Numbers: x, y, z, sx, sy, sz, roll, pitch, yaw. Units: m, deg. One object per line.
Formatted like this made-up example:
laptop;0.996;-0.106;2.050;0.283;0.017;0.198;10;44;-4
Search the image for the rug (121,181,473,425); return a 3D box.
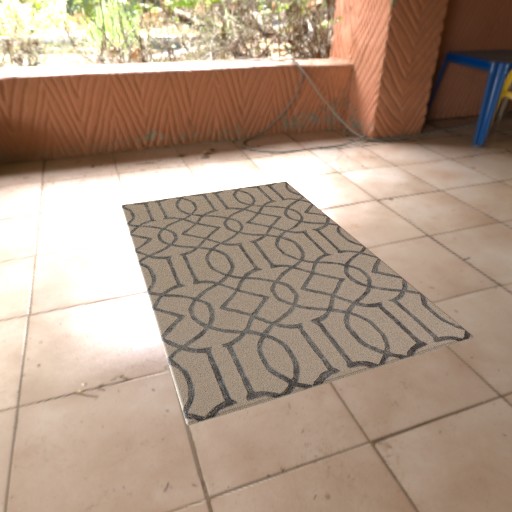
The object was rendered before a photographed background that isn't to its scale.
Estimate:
rug;0.000;0.000;3.016;1.521;0.017;2.365;-11;32;-18
